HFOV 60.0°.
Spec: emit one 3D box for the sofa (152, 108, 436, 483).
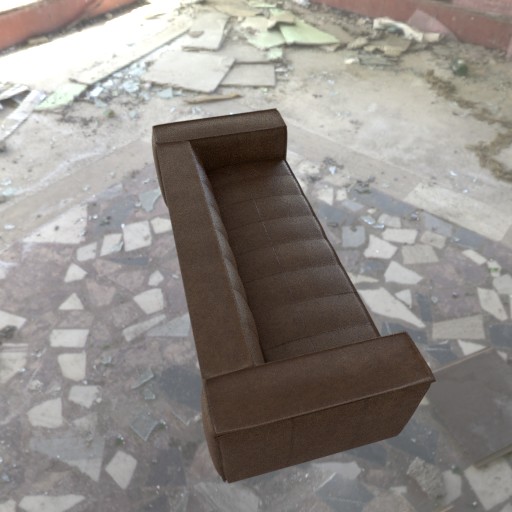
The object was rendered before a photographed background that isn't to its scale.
[{"bbox_3d":[0.000,0.000,3.004,1.102,0.701,2.581,-11,48,-10],"label":"sofa"}]
